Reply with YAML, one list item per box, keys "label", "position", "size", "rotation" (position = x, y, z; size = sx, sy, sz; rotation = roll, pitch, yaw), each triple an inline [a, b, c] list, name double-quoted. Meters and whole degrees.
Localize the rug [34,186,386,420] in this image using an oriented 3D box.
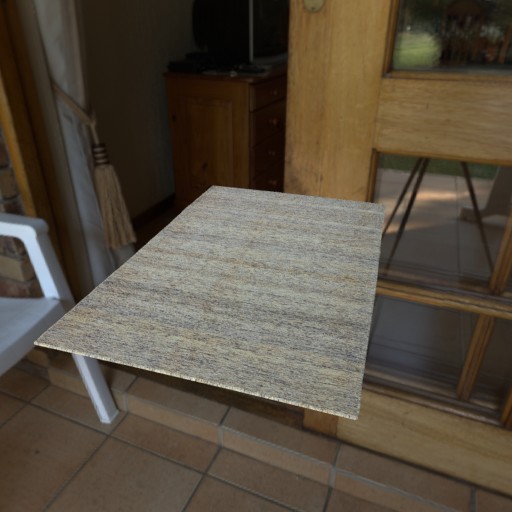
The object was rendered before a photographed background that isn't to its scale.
- label: "rug"
  position: [0.000, 0.000, 2.322]
  size: [1.243, 0.014, 1.846]
  rotation: [9, 30, 15]
